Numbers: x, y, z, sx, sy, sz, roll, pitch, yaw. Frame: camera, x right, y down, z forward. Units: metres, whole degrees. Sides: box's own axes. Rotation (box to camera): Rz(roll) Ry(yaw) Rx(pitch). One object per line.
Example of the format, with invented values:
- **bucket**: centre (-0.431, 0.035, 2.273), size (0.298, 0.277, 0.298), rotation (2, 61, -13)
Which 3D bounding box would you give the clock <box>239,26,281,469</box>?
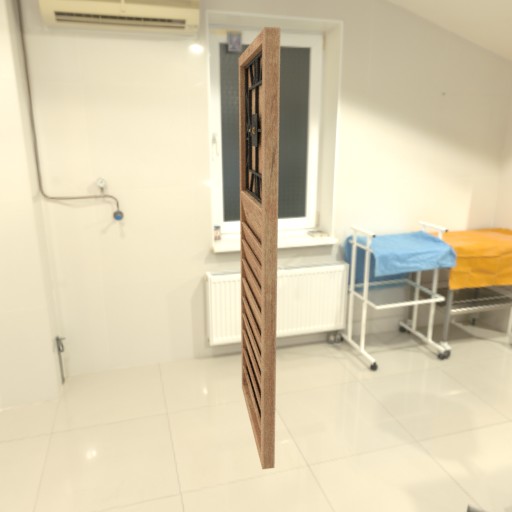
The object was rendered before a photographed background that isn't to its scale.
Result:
- **clock**: centre (0.000, 0.000, 1.107), size (0.030, 0.965, 0.361), rotation (-3, 16, -9)
